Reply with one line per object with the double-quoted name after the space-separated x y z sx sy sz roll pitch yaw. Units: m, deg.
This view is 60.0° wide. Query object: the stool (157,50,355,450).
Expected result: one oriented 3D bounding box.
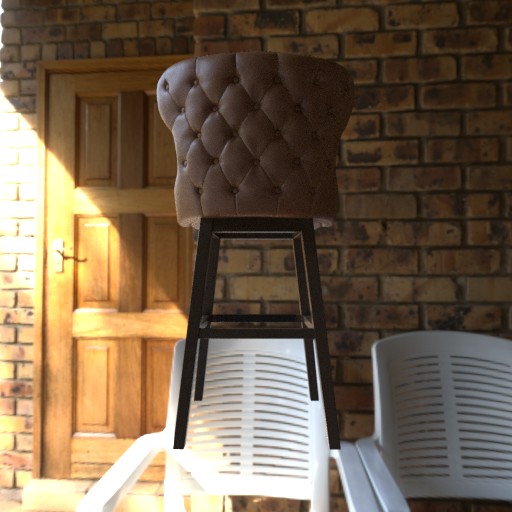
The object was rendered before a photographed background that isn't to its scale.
0.000 0.000 1.449 0.591 1.087 0.606 0 -2 0 "stool"
